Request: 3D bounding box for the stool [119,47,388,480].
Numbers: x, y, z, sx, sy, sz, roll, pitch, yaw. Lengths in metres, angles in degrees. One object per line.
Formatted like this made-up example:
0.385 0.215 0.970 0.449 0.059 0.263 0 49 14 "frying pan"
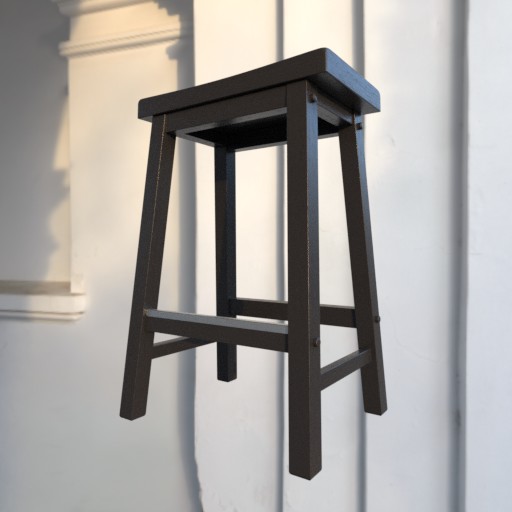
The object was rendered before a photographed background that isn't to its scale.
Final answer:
0.000 0.000 0.849 0.406 0.610 0.322 1 1 35 "stool"
